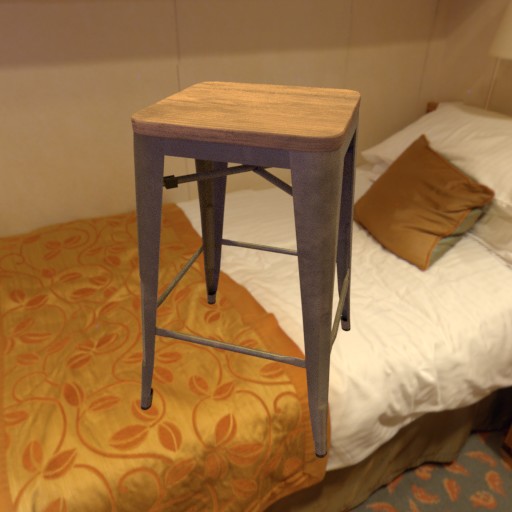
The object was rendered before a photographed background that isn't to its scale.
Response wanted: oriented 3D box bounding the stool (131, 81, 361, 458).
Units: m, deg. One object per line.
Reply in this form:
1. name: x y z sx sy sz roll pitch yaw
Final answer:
1. stool: 0.000 0.000 0.908 0.407 0.607 0.407 9 33 14
